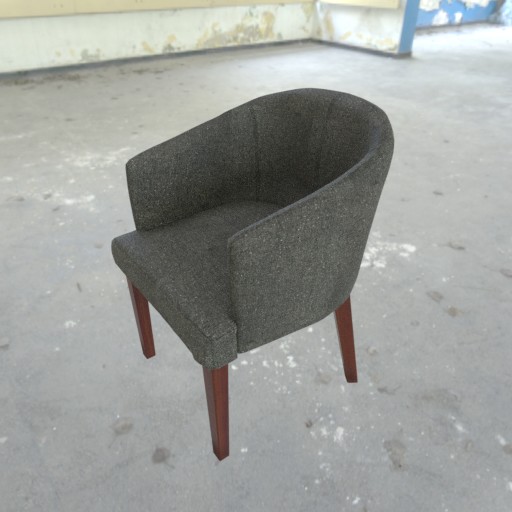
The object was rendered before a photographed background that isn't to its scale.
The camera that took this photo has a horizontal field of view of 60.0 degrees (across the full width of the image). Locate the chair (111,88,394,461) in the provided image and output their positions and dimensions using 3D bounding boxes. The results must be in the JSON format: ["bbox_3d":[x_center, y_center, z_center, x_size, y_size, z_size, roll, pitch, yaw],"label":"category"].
[{"bbox_3d":[0.000,0.000,1.259,0.655,0.811,0.583,-22,39,-30],"label":"chair"}]
